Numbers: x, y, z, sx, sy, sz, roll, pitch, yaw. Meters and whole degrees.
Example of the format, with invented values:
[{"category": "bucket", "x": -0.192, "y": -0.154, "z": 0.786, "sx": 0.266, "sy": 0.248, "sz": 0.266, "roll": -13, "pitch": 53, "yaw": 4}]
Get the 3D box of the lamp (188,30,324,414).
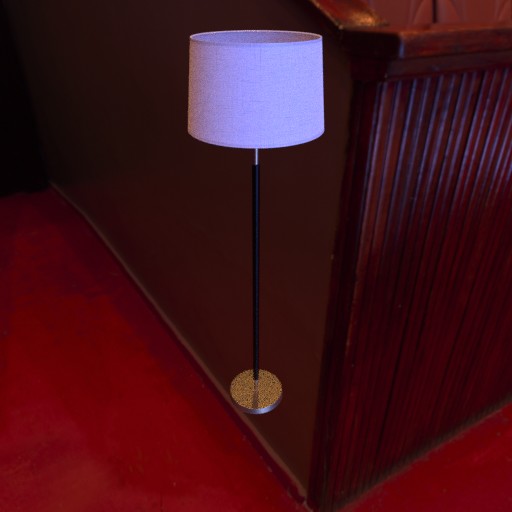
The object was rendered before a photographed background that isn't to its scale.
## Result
[{"category": "lamp", "x": 0.000, "y": 0.000, "z": 1.622, "sx": 0.420, "sy": 1.447, "sz": 0.420, "roll": 0, "pitch": 31, "yaw": 0}]
